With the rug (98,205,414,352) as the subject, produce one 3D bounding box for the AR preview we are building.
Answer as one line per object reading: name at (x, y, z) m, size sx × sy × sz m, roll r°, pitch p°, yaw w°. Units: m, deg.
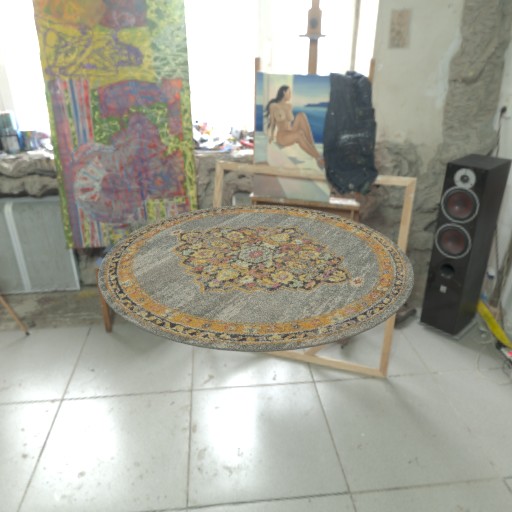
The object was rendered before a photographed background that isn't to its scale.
rug at (0.000, 0.000, 3.503) m, size 2.382 × 0.014 × 2.382 m, roll 0°, pitch 26°, yaw 0°
